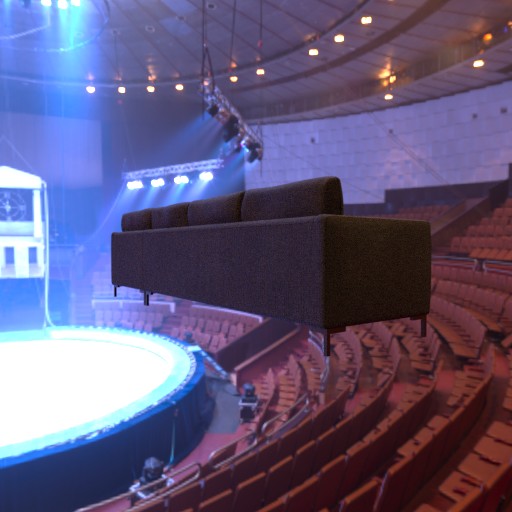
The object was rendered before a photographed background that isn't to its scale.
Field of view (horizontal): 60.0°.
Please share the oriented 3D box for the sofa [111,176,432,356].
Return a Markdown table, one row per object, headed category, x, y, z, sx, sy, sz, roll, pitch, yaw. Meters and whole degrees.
| category | x | y | z | sx | sy | sz | roll | pitch | yaw |
| --- | --- | --- | --- | --- | --- | --- | --- | --- | --- |
| sofa | 0.000 | 0.000 | 3.443 | 1.350 | 0.810 | 2.932 | -1 | 1 | -36 |
